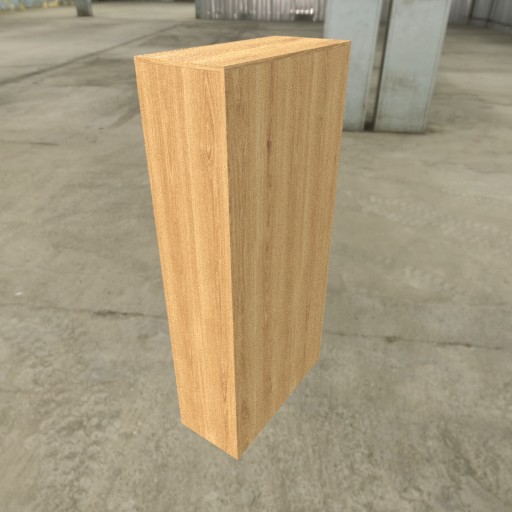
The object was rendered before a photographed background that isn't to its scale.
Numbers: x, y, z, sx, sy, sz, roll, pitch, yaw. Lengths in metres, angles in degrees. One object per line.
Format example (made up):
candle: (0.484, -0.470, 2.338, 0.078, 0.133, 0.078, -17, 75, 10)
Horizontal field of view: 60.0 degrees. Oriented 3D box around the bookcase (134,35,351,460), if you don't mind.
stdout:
bookcase: (0.000, 0.000, 2.358, 0.420, 2.020, 0.950, 20, 37, 29)
